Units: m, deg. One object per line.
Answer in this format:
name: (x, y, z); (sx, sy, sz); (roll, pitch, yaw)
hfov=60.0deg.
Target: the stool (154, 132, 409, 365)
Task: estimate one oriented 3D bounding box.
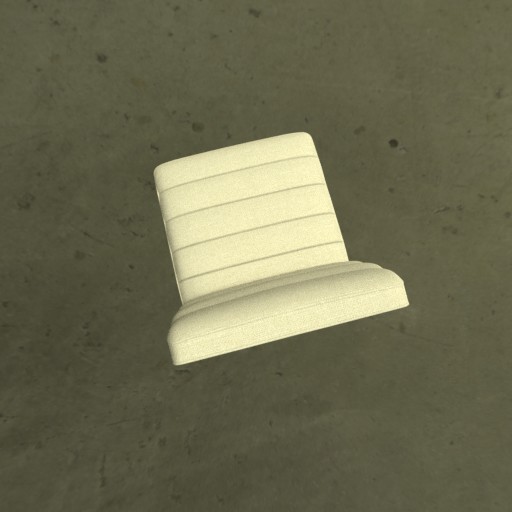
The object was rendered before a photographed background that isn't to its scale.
stool: (0.000, 0.000, 1.347); (0.460, 1.040, 0.560); (-14, 76, -3)
